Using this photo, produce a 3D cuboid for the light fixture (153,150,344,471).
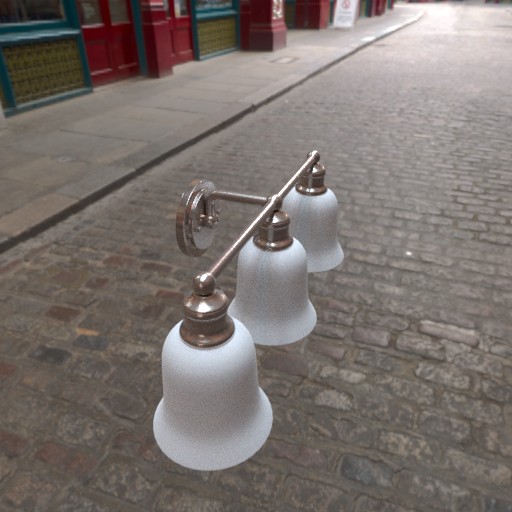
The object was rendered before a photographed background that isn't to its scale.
[{"bbox_3d":[0.000,0.000,0.668,0.198,0.211,0.570,11,32,18],"label":"light fixture"}]
